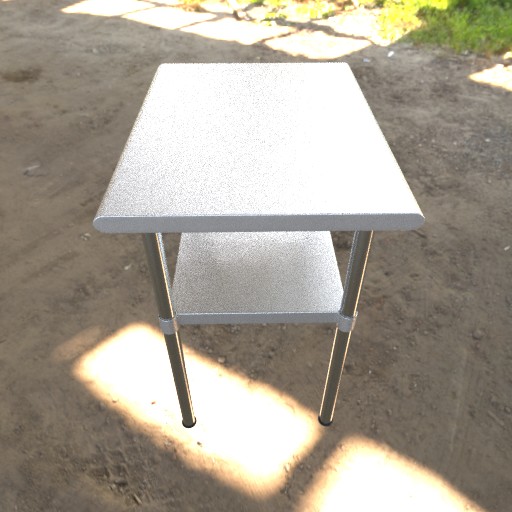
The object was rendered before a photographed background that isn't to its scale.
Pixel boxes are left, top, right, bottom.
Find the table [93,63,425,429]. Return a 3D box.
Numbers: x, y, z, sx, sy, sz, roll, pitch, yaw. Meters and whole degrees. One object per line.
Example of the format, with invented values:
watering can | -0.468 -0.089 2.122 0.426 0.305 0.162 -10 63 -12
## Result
table | 0.000 0.000 1.343 0.584 0.876 0.762 -1 42 -1
